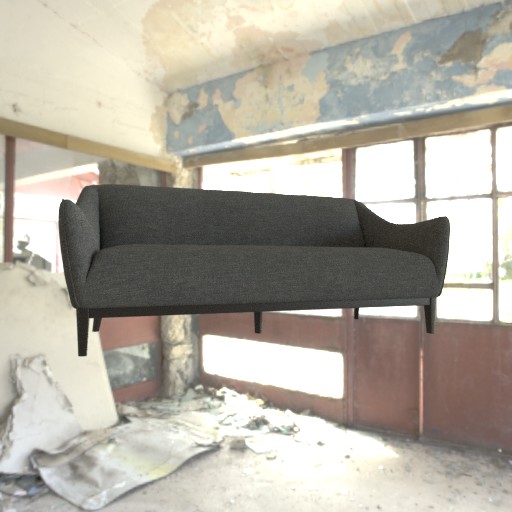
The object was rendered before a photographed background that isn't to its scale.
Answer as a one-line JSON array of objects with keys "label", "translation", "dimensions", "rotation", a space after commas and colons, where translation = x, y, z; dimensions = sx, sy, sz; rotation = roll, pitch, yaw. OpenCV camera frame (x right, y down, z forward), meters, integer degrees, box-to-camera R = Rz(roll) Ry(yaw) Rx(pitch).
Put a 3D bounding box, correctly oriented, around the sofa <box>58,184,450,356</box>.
[{"label": "sofa", "translation": [0.000, 0.000, 2.422], "dimensions": [1.928, 0.829, 0.867], "rotation": [0, -1, -20]}]
